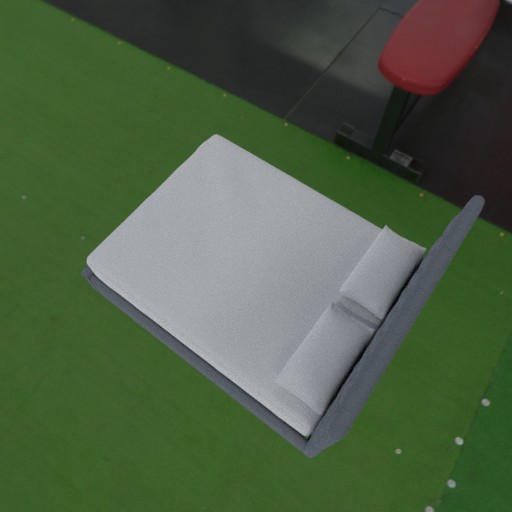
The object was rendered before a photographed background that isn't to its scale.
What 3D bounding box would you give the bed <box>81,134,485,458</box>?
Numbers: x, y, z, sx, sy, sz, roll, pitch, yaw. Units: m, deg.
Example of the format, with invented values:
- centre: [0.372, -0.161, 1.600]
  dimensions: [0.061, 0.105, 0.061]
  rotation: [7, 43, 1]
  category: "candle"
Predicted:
- centre: [0.000, 0.000, 3.269]
  dimensions: [2.231, 1.427, 1.698]
  rotation: [33, 67, 16]
  category: "bed"
